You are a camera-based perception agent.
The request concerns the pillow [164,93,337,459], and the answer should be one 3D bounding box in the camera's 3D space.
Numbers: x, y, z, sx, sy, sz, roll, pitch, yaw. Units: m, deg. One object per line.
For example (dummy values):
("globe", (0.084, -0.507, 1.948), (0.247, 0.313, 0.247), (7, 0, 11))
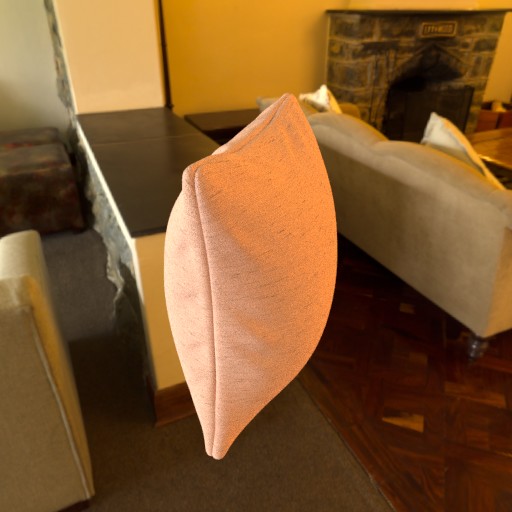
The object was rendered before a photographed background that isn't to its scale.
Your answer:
("pillow", (0.000, 0.000, 0.683), (0.246, 0.415, 0.432), (8, 31, 14))
